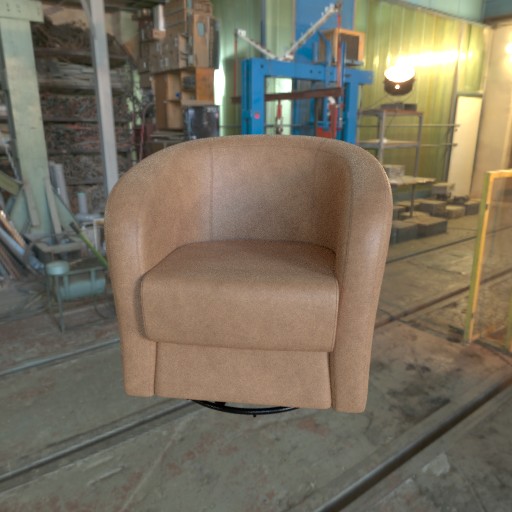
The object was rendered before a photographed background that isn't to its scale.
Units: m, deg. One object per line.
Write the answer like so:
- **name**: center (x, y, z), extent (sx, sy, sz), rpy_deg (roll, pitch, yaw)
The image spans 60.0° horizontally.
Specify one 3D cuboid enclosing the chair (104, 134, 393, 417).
- **chair**: center (0.000, 0.000, 1.481), extent (0.791, 0.771, 0.815), rpy_deg (2, 16, 7)
